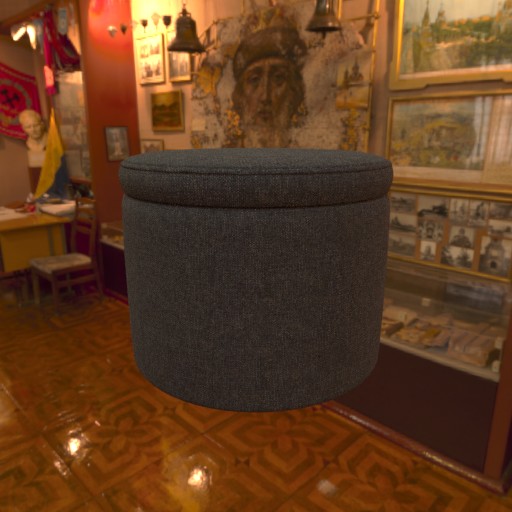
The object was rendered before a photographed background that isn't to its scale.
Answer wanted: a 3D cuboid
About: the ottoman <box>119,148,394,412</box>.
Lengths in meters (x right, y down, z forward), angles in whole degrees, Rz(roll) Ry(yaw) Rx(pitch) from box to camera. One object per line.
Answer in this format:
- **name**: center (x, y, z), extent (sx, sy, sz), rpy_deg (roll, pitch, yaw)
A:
- **ottoman**: center (0.000, 0.000, 0.918), extent (0.520, 0.430, 0.520), rpy_deg (0, 16, 0)
